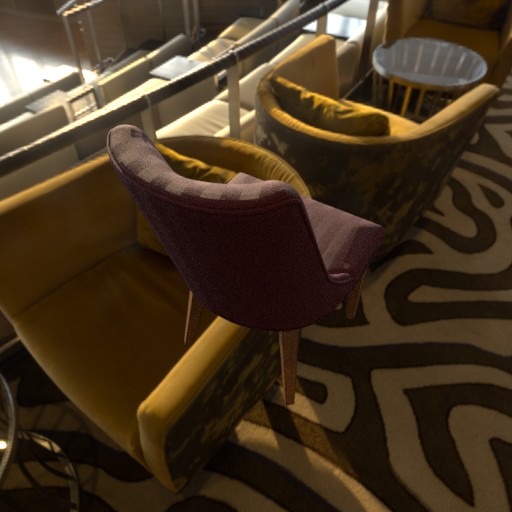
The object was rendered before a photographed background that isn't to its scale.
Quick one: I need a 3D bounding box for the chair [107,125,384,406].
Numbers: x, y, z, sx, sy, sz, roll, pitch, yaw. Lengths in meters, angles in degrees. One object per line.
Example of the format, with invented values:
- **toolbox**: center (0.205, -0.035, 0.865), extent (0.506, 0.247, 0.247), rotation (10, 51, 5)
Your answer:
- **chair**: center (0.000, 0.000, 1.272), extent (0.548, 0.916, 0.638), rotation (25, 51, 22)
